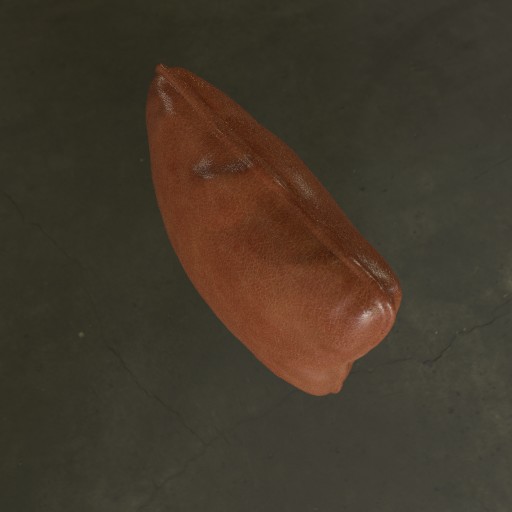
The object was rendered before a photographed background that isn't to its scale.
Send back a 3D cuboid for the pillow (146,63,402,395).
[{"bbox_3d":[0.000,0.000,0.812,0.236,0.523,0.532,-35,68,-16],"label":"pillow"}]
